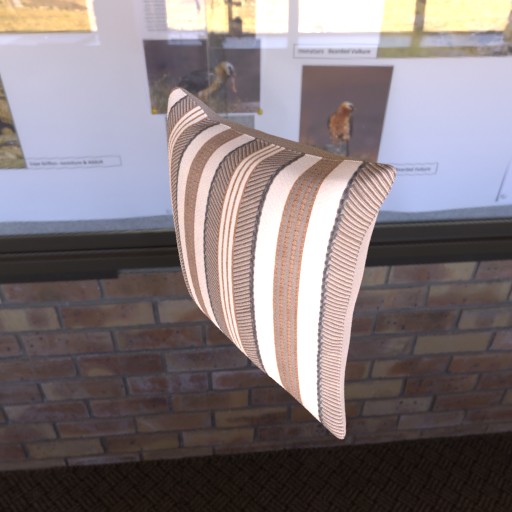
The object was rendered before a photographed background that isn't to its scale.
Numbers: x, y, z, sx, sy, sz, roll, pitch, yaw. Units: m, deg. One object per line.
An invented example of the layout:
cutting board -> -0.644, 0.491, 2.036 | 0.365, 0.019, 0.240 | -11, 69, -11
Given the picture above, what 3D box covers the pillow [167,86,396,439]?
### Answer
pillow -> 0.000, 0.000, 0.643 | 0.173, 0.401, 0.416 | -22, 39, -30
